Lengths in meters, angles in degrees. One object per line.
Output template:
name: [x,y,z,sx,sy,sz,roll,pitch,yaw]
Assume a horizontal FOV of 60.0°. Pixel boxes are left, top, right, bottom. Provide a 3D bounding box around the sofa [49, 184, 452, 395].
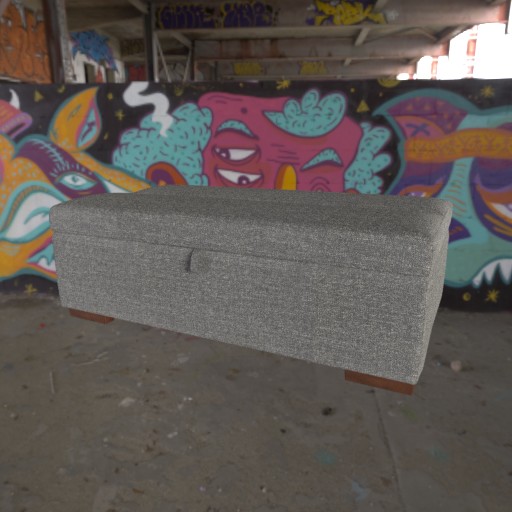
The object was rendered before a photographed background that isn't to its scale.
sofa: [0.000,0.000,1.572,1.198,0.417,0.782,7,16,25]
